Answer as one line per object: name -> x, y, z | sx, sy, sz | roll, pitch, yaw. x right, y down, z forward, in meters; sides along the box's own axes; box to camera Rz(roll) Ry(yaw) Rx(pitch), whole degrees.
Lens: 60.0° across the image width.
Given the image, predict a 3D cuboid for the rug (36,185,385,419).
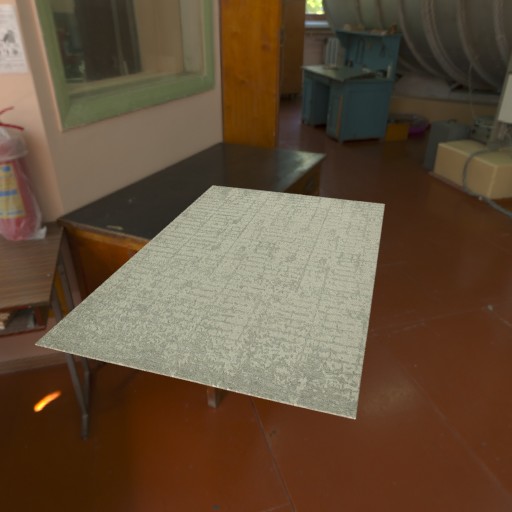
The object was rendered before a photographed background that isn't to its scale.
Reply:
rug -> 0.000, 0.000, 2.304 | 1.211, 0.007, 1.827 | 8, 30, 15
